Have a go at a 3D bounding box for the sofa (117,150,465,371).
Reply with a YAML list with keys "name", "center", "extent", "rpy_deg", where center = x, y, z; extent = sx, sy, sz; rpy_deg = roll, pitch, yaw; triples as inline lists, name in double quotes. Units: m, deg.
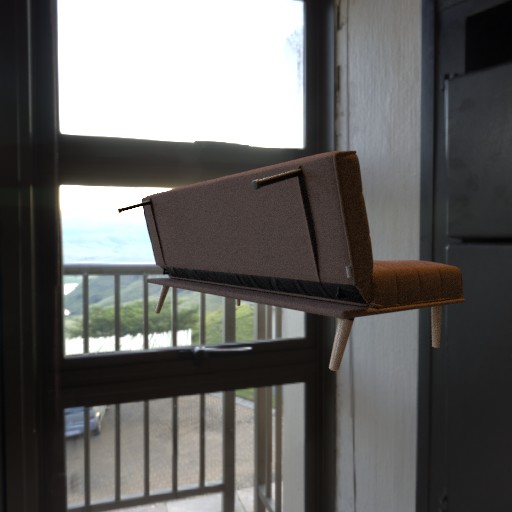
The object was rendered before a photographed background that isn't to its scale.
- name: "sofa"
  center: [0.000, 0.000, 2.424]
  extent: [1.038, 0.810, 1.820]
  rpy_deg: [-1, 2, -35]
